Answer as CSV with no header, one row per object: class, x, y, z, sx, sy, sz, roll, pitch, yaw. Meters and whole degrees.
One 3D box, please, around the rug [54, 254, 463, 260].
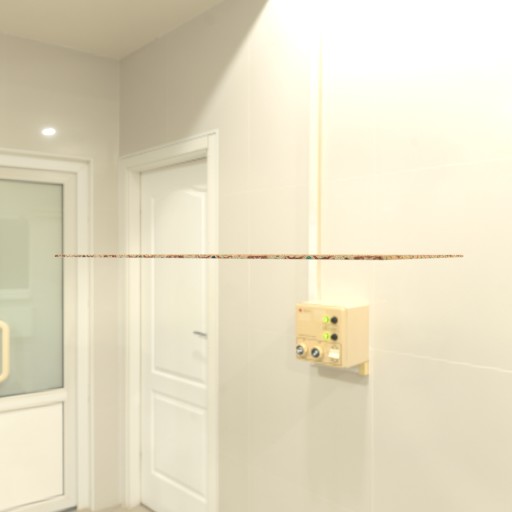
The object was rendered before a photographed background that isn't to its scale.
rug,0.000,0.000,2.387,1.838,0.013,1.226,0,0,35
